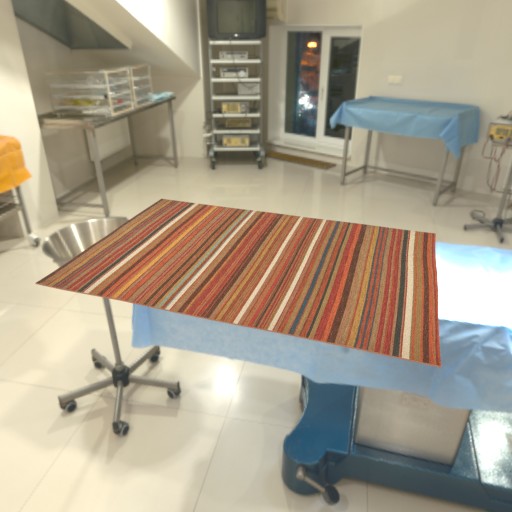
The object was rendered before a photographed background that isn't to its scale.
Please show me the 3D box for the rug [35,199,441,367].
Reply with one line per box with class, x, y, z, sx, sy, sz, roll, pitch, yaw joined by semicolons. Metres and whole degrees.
rug;0.000;0.000;2.366;1.828;0.007;1.217;9;29;17
